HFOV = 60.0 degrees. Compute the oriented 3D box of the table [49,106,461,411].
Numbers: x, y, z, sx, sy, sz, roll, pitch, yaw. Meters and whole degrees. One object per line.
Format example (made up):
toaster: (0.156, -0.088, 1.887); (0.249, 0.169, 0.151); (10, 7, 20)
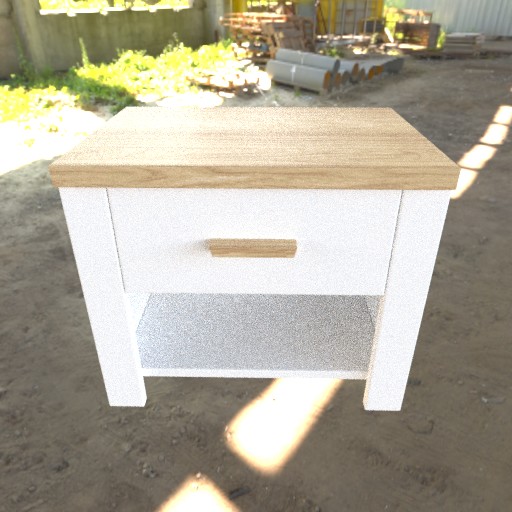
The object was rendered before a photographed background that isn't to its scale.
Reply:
table: (0.000, 0.000, 0.788); (0.500, 0.440, 0.360); (1, 30, 1)
